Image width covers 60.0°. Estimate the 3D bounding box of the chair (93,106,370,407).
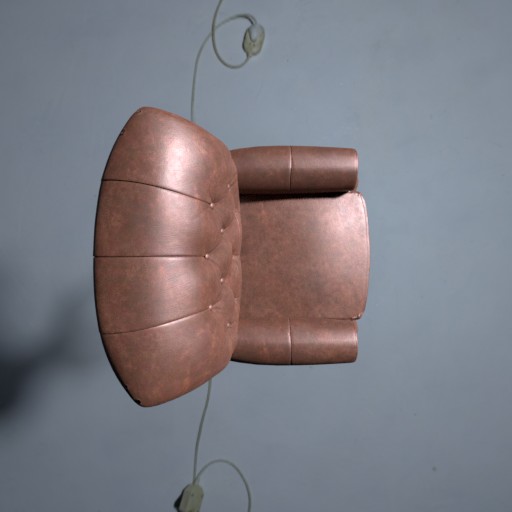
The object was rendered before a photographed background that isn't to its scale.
[{"bbox_3d":[0.000,0.000,1.940,1.031,1.162,0.979,0,91,0],"label":"chair"}]
